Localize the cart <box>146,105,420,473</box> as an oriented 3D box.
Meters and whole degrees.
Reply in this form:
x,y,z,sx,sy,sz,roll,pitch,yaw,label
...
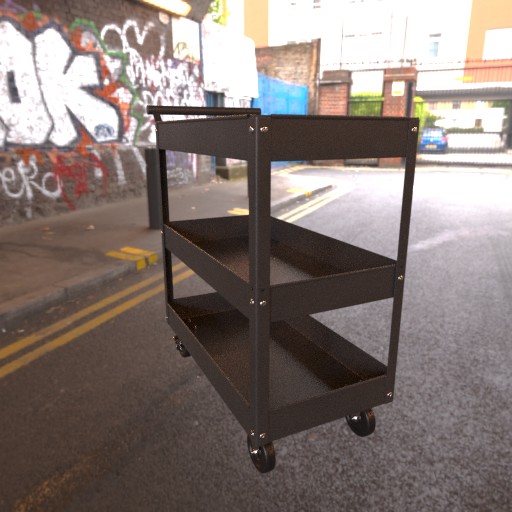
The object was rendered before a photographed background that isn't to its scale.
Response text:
x,y,z,sx,sy,sz,roll,pitch,yaw,label
0.000,0.000,1.169,0.366,0.780,0.719,-8,17,-25,cart
